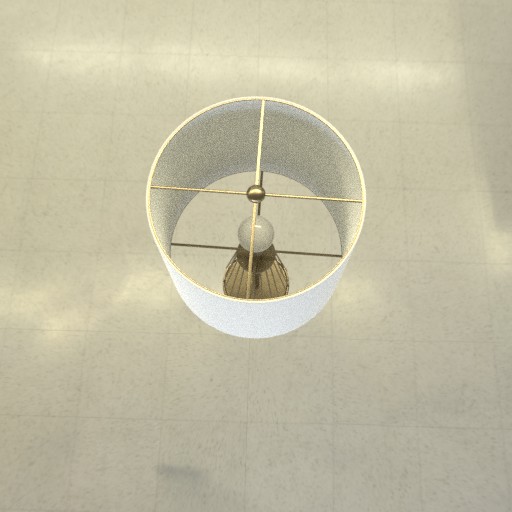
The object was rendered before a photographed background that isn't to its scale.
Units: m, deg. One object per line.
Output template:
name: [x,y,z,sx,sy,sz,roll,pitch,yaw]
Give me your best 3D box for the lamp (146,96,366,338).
lamp: [0.000,0.000,0.814,0.303,0.618,0.303,0,76,0]
